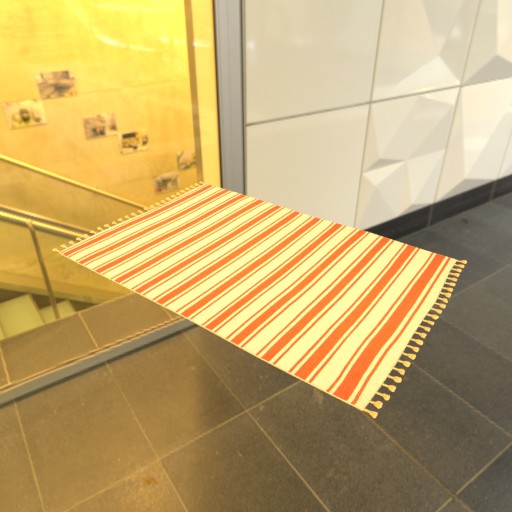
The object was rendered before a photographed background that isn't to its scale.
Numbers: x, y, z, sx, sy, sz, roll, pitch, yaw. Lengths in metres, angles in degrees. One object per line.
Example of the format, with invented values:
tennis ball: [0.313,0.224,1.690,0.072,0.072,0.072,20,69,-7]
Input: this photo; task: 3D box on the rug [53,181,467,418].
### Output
rug: [0.000,0.000,3.043,2.433,0.022,1.556,21,37,30]
